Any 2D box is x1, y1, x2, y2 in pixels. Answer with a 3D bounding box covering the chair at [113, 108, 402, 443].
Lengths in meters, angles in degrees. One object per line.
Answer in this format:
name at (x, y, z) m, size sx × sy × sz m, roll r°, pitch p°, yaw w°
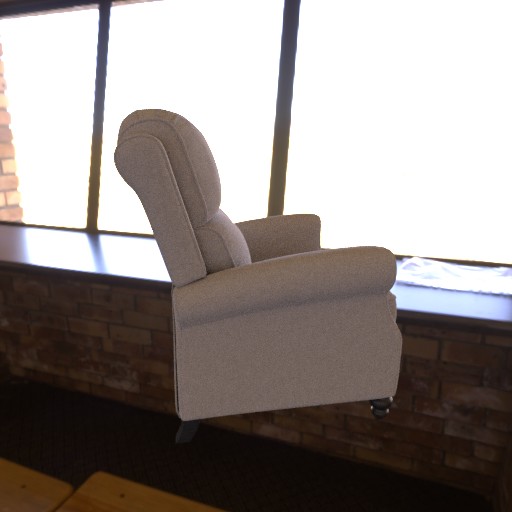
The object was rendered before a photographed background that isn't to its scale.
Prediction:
chair at (0.000, 0.000, 1.714) m, size 0.919 × 1.046 × 0.859 m, roll -3°, pitch 14°, yaw -10°
